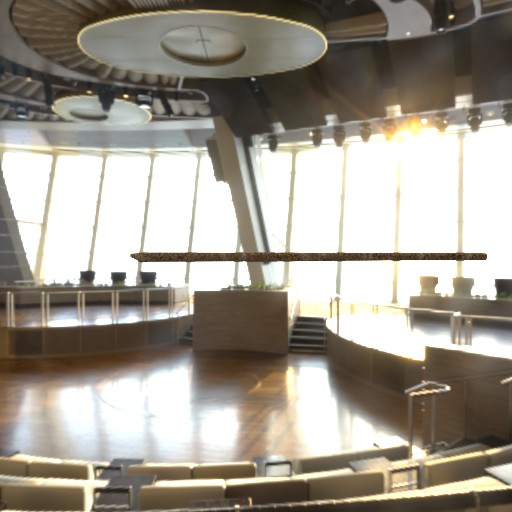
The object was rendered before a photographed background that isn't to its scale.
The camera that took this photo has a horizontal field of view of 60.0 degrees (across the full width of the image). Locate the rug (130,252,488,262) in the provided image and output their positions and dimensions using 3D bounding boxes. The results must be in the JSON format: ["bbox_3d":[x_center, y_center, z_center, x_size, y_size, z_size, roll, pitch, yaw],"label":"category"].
[{"bbox_3d":[0.000,0.000,2.263,1.219,0.030,1.778,0,0,-17],"label":"rug"}]
